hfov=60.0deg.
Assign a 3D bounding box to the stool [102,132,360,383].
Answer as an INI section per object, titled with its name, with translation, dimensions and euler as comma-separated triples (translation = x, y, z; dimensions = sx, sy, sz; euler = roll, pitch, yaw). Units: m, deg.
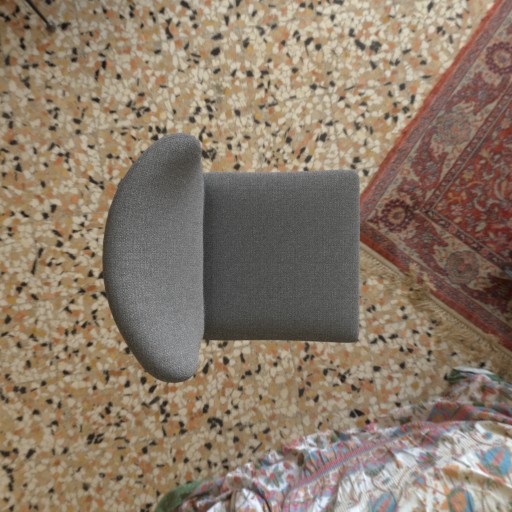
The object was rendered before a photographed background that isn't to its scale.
[stool]
translation = 0.000, 0.000, 1.278
dimensions = 0.568, 0.968, 0.479
euler = 0, 91, 0
